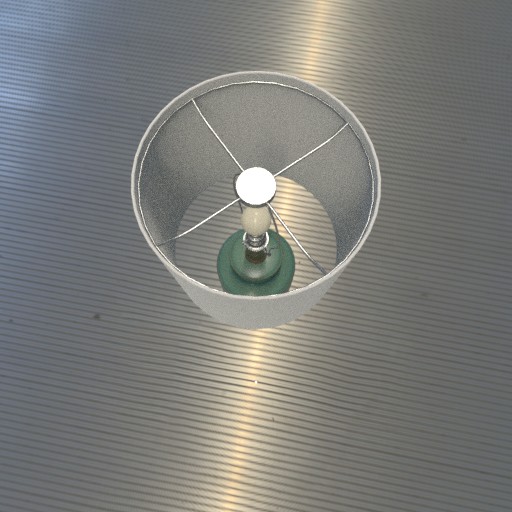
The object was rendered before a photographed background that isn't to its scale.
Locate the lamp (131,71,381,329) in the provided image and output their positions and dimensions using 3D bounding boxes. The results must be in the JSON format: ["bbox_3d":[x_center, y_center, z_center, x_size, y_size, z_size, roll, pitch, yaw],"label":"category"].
[{"bbox_3d":[0.000,0.000,0.612,0.212,0.493,0.212,-34,77,-9],"label":"lamp"}]
